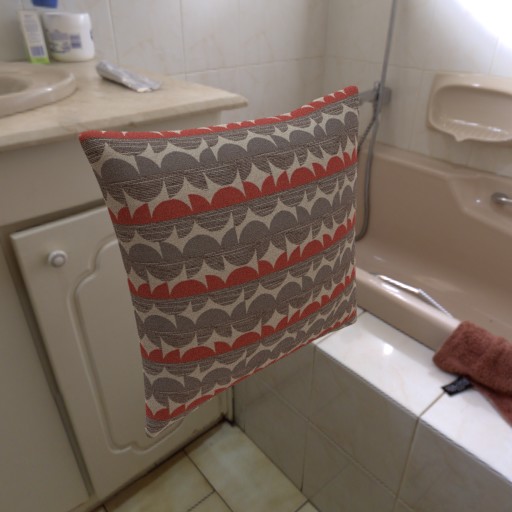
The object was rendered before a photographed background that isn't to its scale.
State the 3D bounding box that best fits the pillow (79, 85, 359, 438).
[{"bbox_3d":[0.000,0.000,0.631,0.420,0.410,0.180,-22,37,-32],"label":"pillow"}]
